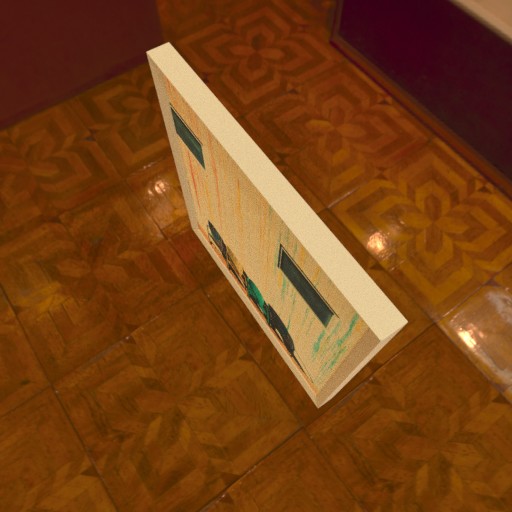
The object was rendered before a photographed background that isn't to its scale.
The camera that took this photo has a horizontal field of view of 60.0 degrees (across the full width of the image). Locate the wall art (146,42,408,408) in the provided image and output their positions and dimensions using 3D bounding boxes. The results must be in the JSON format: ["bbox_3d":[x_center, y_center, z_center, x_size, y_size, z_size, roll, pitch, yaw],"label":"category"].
[{"bbox_3d":[0.000,0.000,0.773,0.037,0.508,0.508,-31,68,-14],"label":"wall art"}]
